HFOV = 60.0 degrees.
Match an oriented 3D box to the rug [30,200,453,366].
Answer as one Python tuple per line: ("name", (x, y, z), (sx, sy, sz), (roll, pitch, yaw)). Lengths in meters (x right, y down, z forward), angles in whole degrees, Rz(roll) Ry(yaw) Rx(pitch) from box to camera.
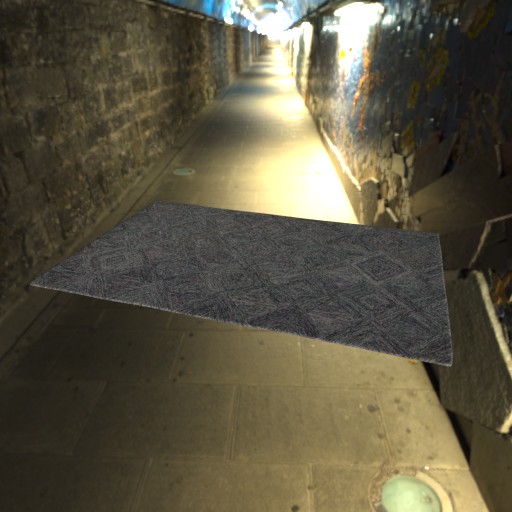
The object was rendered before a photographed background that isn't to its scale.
("rug", (0.000, 0.000, 2.200), (1.752, 0.013, 1.158), (8, 28, 16))
